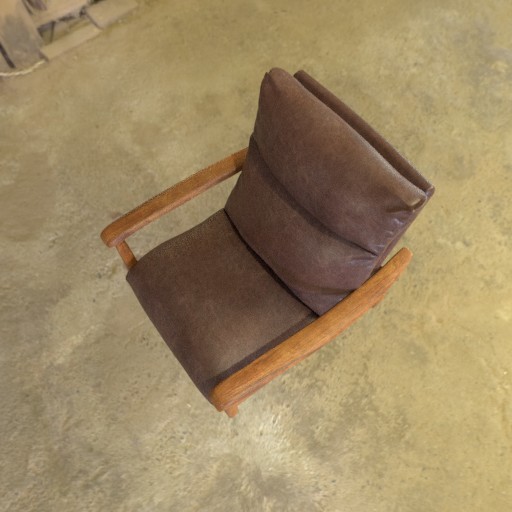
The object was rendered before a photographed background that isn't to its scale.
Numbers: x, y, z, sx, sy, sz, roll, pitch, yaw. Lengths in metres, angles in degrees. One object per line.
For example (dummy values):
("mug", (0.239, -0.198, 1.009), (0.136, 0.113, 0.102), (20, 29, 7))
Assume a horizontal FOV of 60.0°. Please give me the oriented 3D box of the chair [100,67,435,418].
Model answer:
("chair", (0.000, 0.000, 1.548), (0.830, 0.897, 0.782), (-34, 68, -16))
